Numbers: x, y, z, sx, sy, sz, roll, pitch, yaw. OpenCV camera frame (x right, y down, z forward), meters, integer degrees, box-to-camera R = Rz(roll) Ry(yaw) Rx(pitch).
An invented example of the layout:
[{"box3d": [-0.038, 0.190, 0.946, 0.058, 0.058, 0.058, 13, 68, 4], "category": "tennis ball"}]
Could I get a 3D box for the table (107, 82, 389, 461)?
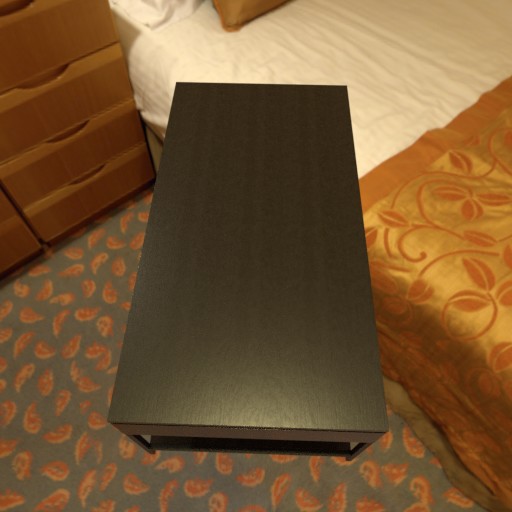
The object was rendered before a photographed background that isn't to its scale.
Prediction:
[{"box3d": [0.000, 0.000, 1.376, 0.574, 0.435, 1.095, 2, 58, 1], "category": "table"}]
